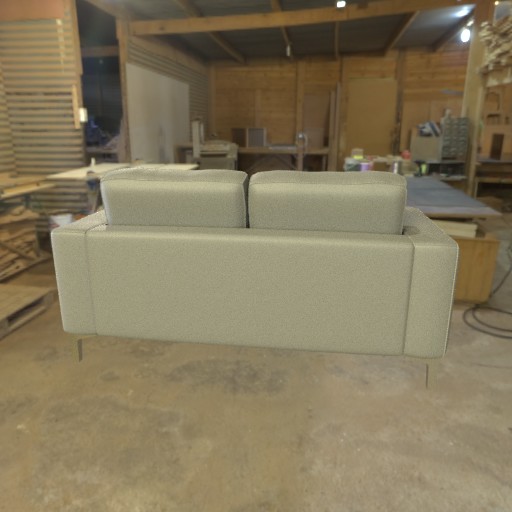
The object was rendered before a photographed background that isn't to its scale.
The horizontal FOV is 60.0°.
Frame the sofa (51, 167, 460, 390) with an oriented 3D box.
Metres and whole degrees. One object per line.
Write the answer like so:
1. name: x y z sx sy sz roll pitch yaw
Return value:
1. sofa: 0.000 0.000 2.230 1.726 0.893 0.833 2 17 8
